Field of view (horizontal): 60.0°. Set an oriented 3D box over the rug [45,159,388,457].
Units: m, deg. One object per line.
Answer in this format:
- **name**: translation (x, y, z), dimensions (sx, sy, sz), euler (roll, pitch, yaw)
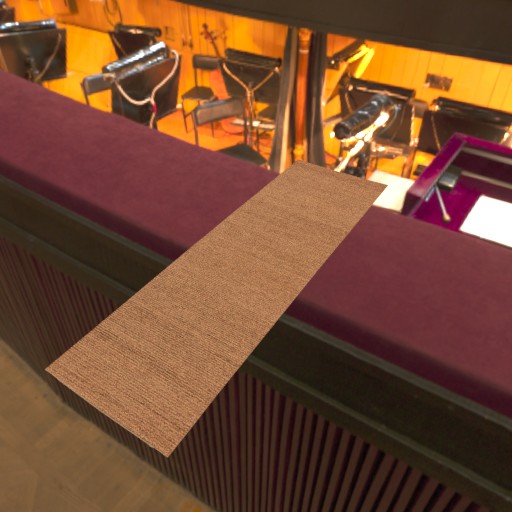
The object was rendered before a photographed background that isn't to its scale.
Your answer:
- **rug**: translation (0.000, 0.000, 2.620), dimensions (0.741, 0.014, 2.390), euler (23, 46, 25)
